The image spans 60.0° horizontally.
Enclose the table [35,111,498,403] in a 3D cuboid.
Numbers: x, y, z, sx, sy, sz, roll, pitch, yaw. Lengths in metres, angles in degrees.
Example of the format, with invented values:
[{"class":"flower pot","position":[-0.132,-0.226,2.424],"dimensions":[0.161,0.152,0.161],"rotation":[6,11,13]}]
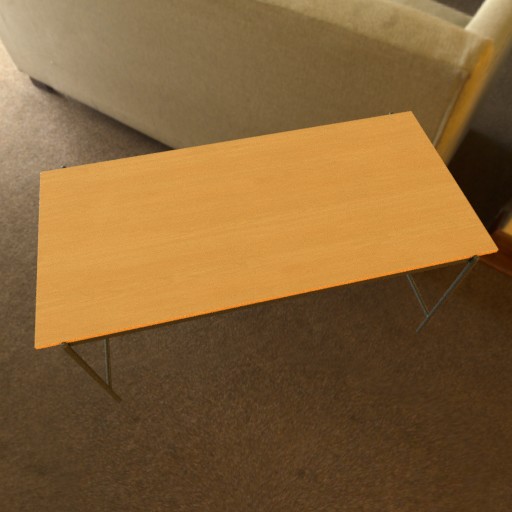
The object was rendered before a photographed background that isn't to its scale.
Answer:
[{"class":"table","position":[0.000,0.000,2.211],"dimensions":[1.800,0.758,0.900],"rotation":[-11,58,-7]}]
